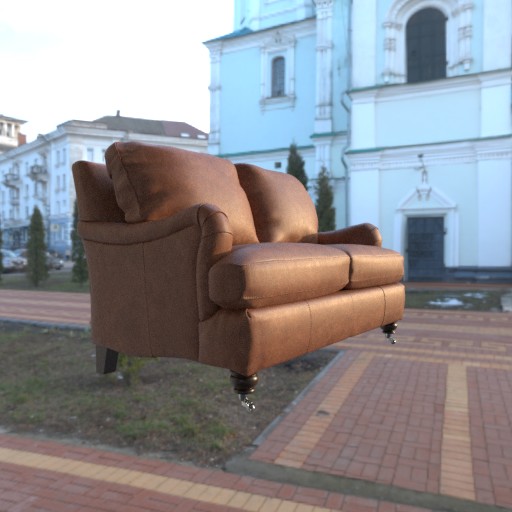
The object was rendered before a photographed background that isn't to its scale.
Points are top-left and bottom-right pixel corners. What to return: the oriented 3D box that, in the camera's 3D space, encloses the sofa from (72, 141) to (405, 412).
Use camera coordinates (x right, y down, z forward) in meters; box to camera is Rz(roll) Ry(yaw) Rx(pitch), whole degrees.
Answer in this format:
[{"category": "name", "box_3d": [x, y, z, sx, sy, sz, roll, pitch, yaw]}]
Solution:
[{"category": "sofa", "box_3d": [0.000, 0.000, 2.264, 1.077, 1.004, 1.527, 1, 1, 37]}]
